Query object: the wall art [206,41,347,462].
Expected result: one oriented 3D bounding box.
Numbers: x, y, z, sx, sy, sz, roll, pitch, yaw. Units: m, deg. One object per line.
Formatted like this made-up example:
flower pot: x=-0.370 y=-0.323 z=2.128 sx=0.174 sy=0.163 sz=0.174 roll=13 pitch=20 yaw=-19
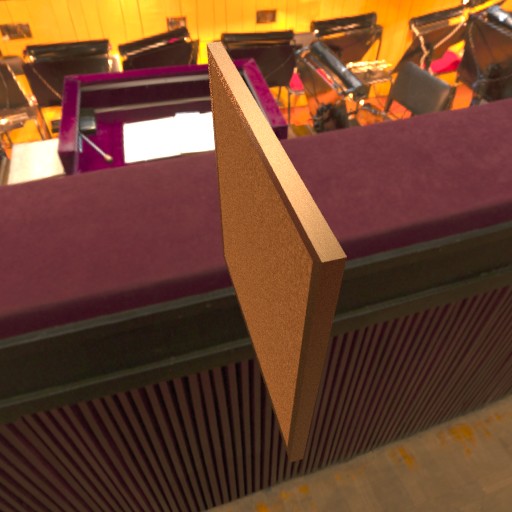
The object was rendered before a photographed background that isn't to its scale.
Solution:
wall art: x=0.000 y=0.000 z=1.125 sx=0.036 sy=0.765 sz=0.767 roll=-12 pitch=48 yaw=-11
